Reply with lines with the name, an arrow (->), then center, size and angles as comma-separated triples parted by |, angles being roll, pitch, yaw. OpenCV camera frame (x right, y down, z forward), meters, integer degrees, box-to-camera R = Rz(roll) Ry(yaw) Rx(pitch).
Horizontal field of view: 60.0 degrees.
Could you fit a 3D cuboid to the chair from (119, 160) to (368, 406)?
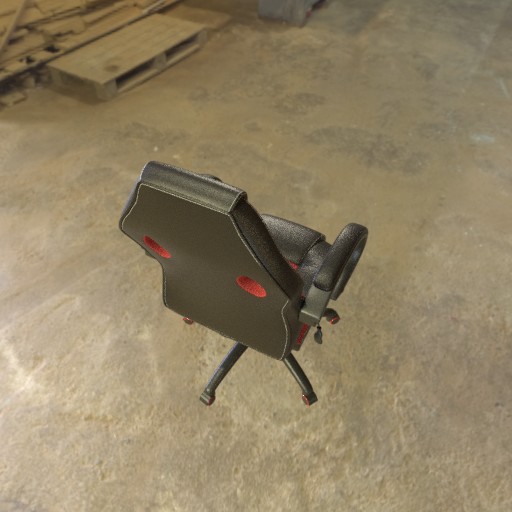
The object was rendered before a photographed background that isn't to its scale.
chair -> 0.000, 0.000, 1.677 | 0.750, 1.189, 0.783 | 21, 50, 19
